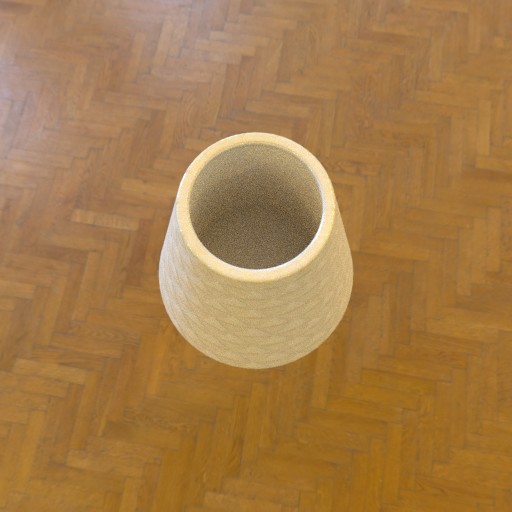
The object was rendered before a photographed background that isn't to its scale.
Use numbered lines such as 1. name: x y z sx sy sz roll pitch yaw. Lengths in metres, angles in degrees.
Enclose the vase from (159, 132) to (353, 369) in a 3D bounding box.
1. vase: 0.000 0.000 0.354 0.175 0.230 0.175 0 76 0
